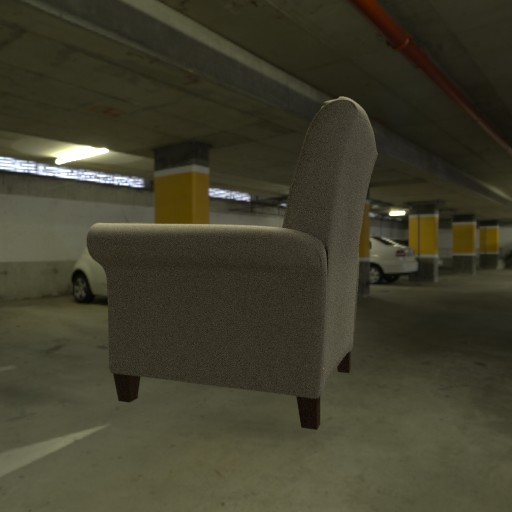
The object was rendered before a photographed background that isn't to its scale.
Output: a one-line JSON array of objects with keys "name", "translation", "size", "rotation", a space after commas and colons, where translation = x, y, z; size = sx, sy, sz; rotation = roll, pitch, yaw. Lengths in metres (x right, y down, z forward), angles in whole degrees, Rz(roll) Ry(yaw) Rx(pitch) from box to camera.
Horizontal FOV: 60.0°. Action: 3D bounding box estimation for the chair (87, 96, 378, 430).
[{"name": "chair", "translation": [0.000, 0.000, 1.809], "size": [0.905, 1.061, 0.978], "rotation": [0, 1, 20]}]
